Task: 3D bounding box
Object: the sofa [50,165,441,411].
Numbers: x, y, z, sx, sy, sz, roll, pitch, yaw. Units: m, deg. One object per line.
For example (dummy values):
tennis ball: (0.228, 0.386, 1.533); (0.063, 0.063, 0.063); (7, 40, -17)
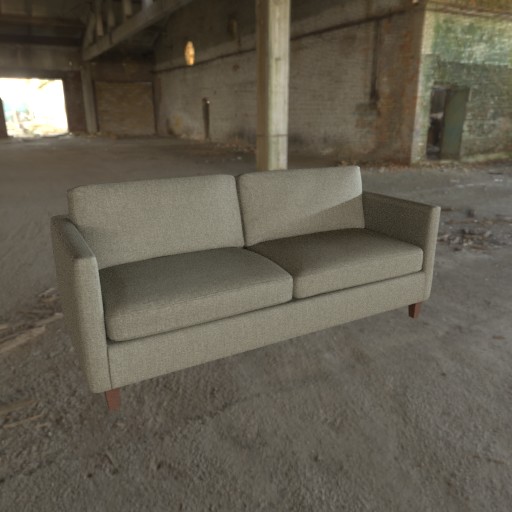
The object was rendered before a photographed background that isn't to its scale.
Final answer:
sofa: (0.000, 0.000, 2.734); (2.208, 0.960, 0.956); (-10, 20, -28)
